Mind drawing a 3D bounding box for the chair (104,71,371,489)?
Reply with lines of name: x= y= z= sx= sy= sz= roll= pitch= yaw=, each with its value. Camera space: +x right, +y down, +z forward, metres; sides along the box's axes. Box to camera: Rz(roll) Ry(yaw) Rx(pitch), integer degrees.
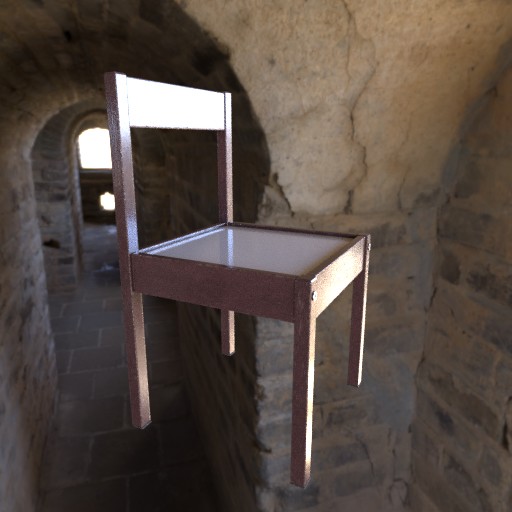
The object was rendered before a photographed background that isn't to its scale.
chair: x=0.000 y=0.000 z=0.676 sx=0.285 sy=0.505 sz=0.285 roll=7 pitch=17 yaw=26
